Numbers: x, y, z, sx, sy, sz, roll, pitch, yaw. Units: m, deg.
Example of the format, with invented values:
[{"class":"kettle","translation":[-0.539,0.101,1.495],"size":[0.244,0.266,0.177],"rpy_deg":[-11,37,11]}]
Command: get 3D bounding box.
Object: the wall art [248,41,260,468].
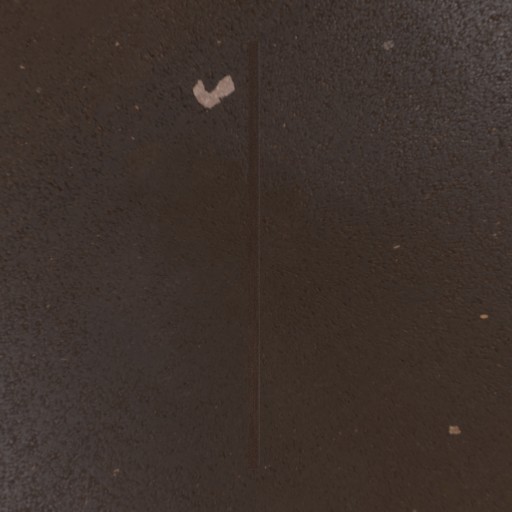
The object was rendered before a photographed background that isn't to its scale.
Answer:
[{"class":"wall art","translation":[0.000,0.000,0.778],"size":[0.013,0.570,0.476],"rpy_deg":[0,89,0]}]
